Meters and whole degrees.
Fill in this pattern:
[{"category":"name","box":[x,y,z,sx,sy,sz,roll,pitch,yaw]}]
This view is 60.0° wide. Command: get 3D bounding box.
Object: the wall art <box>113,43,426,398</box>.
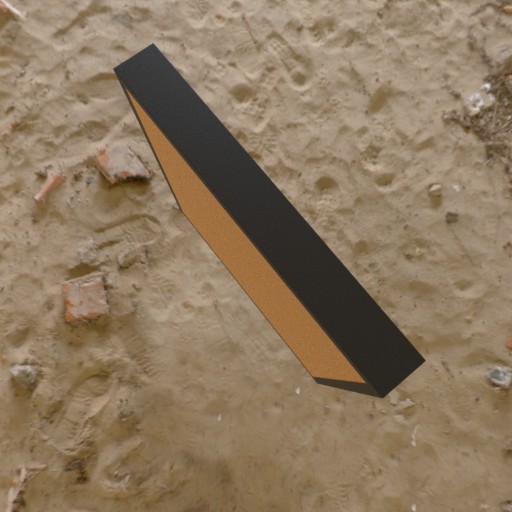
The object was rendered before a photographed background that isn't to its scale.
[{"category":"wall art","box":[0.000,0.000,0.456,0.038,0.304,0.304,-37,79,-9]}]
